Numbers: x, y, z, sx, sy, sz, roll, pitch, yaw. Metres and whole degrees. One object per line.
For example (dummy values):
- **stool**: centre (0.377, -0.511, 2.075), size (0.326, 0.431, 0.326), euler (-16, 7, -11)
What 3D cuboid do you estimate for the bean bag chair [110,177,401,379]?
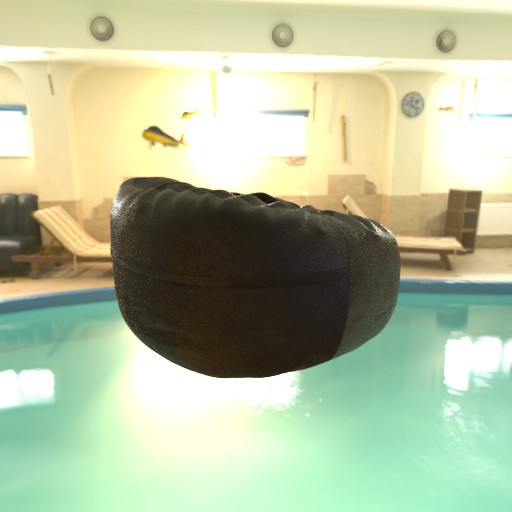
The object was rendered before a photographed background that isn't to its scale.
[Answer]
- **bean bag chair**: centre (0.000, 0.000, 2.460), size (1.524, 0.878, 1.524), euler (-7, 15, -26)
